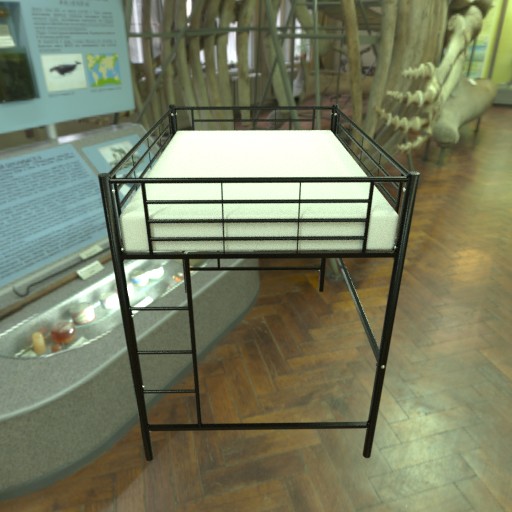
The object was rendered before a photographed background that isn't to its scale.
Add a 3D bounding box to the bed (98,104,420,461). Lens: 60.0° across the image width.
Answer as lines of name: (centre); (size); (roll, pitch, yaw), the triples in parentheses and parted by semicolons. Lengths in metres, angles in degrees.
bed: (0.000, 0.000, 3.197); (1.397, 1.803, 1.994); (0, 27, -1)
